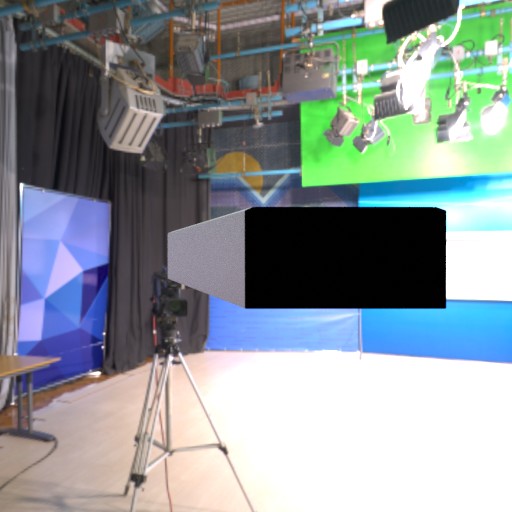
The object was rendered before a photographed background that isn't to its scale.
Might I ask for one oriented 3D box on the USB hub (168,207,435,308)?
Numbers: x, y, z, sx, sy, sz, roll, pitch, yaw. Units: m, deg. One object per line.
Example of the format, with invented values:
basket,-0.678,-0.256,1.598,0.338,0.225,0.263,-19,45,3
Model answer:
USB hub,0.000,0.000,0.160,0.044,0.023,0.145,0,0,-19
